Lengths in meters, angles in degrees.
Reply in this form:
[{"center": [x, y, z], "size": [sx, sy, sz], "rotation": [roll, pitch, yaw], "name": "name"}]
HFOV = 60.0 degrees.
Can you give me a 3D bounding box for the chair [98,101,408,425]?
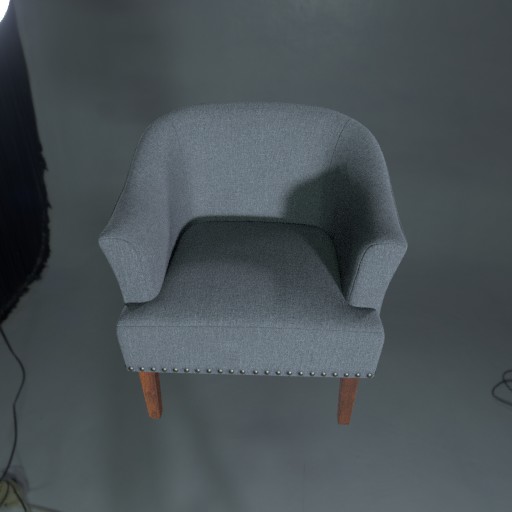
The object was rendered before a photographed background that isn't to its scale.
[{"center": [0.000, 0.000, 1.422], "size": [0.798, 0.815, 0.704], "rotation": [1, 31, 2], "name": "chair"}]
